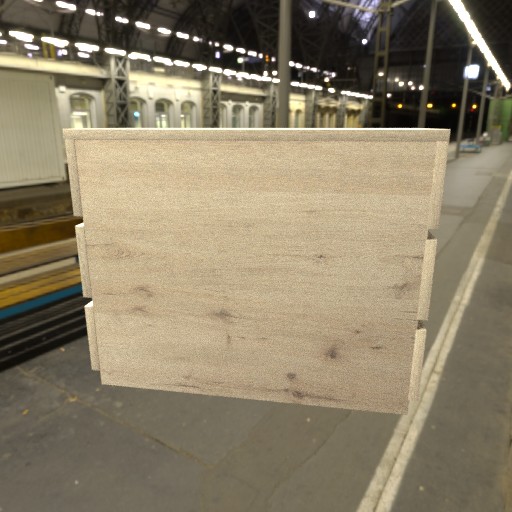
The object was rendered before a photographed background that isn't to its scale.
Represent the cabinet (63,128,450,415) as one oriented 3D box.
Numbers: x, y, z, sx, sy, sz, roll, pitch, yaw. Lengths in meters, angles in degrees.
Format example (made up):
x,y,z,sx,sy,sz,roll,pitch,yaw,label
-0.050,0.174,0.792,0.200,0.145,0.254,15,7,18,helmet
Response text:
x,y,z,sx,sy,sz,roll,pitch,yaw,label
0.000,0.000,1.485,1.040,0.820,0.420,3,17,9,cabinet
